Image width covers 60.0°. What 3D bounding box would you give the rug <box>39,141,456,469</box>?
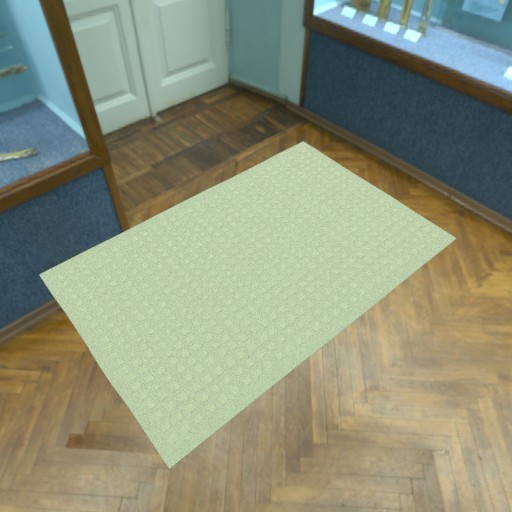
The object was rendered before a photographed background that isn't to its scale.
[{"bbox_3d":[0.000,0.000,2.202,1.747,0.006,1.143,-32,55,-25],"label":"rug"}]
